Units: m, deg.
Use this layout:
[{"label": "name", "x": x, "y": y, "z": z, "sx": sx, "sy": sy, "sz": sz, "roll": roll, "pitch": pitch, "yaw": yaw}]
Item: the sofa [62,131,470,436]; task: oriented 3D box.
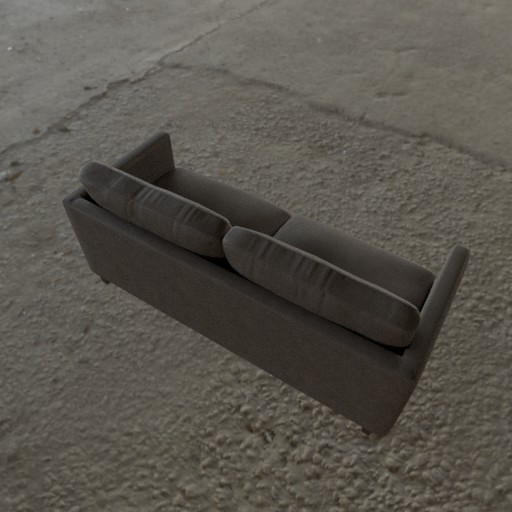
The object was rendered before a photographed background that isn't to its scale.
[{"label": "sofa", "x": 0.000, "y": 0.000, "z": 2.715, "sx": 2.208, "sy": 0.965, "sz": 0.951, "roll": 25, "pitch": 52, "yaw": 21}]
